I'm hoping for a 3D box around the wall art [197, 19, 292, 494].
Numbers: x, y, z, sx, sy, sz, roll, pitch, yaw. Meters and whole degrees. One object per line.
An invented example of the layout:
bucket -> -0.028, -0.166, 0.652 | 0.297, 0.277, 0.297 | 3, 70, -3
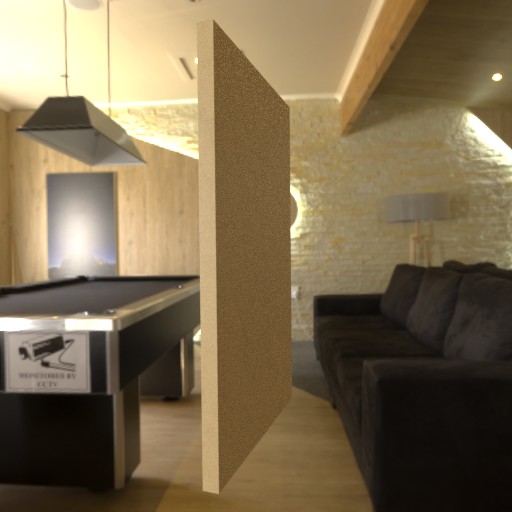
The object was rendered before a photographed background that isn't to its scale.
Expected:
wall art -> 0.000, 0.000, 1.000 | 0.039, 0.810, 0.510 | 1, 2, 19
